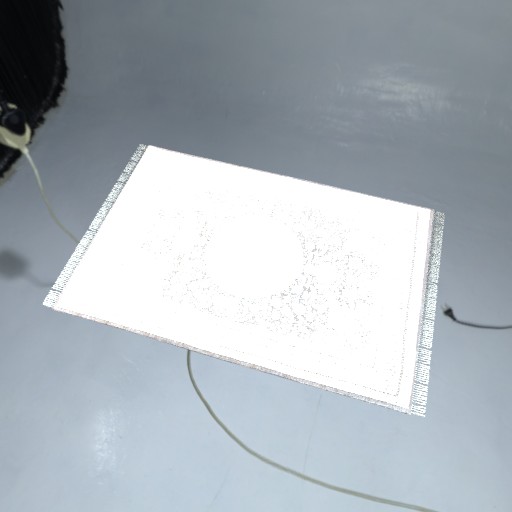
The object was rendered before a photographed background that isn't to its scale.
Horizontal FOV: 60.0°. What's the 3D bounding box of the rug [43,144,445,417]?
[{"bbox_3d":[0.000,0.000,3.060,2.440,0.010,1.528,14,59,9],"label":"rug"}]
